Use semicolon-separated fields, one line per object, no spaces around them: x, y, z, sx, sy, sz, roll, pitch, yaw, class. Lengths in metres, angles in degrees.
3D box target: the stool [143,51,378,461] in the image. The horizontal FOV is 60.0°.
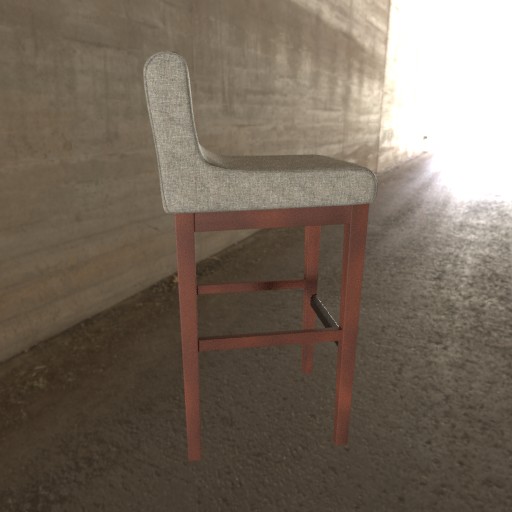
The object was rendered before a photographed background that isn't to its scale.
0.000;0.000;1.198;0.499;0.965;0.426;-2;17;-8;stool
